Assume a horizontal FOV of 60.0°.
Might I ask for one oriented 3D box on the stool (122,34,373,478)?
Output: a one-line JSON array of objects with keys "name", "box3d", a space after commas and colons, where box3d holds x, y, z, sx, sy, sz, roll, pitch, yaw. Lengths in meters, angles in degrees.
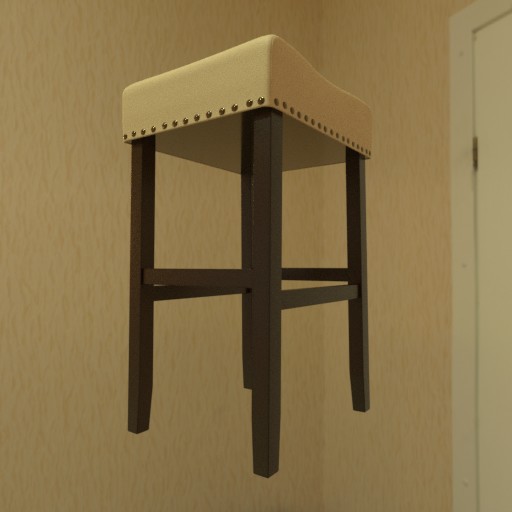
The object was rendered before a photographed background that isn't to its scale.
[{"name": "stool", "box3d": [0.000, 0.000, 1.038, 0.401, 0.762, 0.471, -1, -1, 36]}]
